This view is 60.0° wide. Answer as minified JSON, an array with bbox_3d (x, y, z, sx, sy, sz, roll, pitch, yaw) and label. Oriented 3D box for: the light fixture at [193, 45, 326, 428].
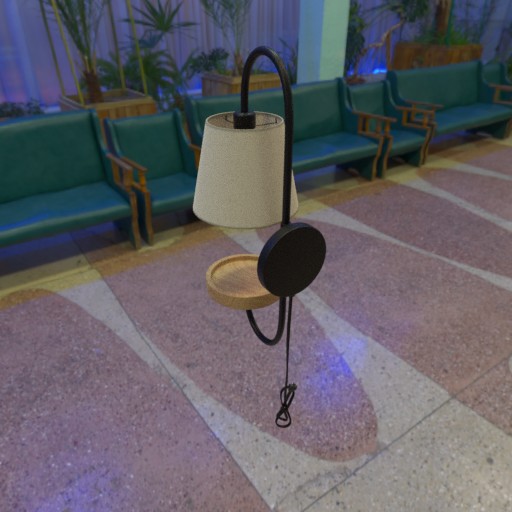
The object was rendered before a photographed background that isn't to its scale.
[{"bbox_3d":[0.000,0.000,0.950,0.220,0.821,0.299,-18,35,-28],"label":"light fixture"}]
